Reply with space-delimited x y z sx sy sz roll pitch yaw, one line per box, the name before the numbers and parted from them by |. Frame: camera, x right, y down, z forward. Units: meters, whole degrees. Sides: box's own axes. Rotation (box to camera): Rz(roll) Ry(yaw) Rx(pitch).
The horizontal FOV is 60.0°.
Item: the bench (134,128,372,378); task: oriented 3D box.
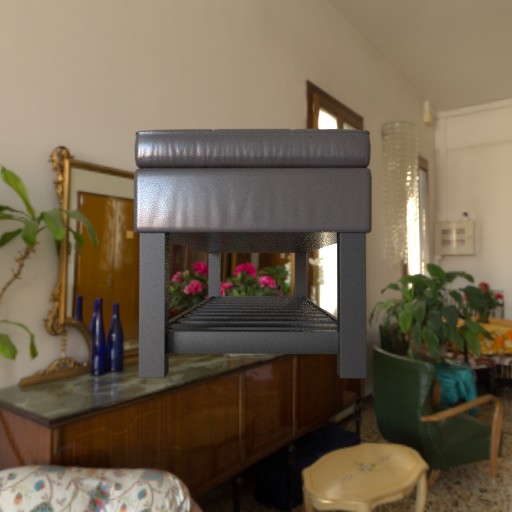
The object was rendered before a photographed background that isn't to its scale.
bench | 0.000 0.000 1.326 0.432 0.460 1.105 0 -2 1
